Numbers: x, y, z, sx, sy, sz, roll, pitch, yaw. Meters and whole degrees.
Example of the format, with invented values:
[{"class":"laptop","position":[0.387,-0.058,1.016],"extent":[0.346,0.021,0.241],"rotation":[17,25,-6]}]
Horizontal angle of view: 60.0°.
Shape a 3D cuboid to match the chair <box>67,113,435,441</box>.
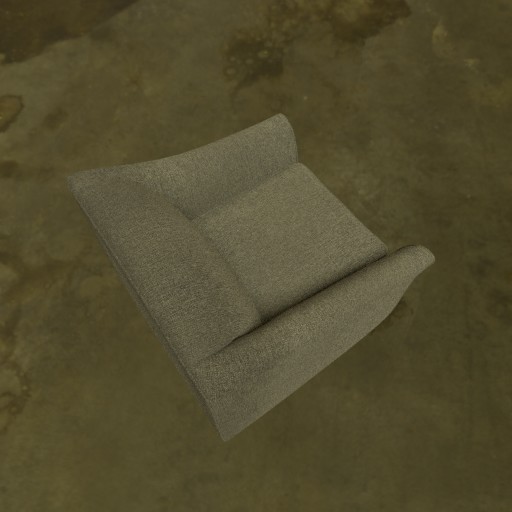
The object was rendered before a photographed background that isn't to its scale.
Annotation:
[{"class":"chair","position":[0.000,0.000,1.448],"extent":[0.787,0.839,0.763],"rotation":[-32,64,-17]}]
